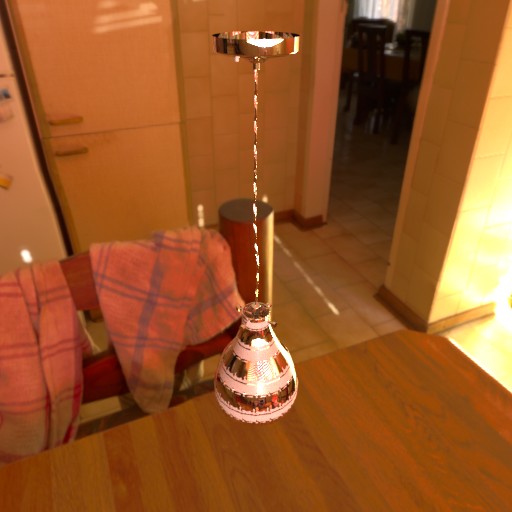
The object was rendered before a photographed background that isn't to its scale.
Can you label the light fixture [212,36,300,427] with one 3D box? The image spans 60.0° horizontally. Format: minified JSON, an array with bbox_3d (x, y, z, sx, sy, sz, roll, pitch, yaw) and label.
[{"bbox_3d":[0.000,0.000,1.628,0.374,1.457,0.374,21,37,30],"label":"light fixture"}]
